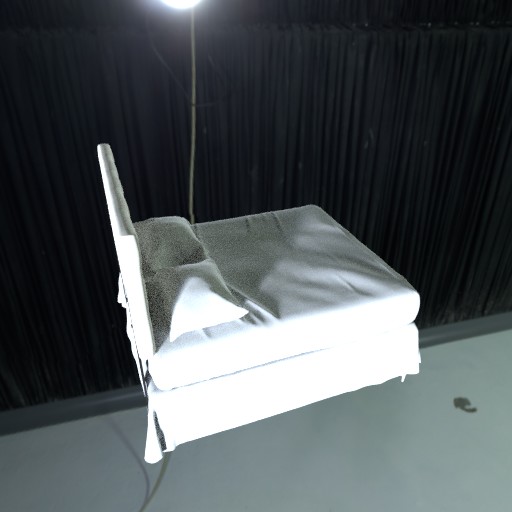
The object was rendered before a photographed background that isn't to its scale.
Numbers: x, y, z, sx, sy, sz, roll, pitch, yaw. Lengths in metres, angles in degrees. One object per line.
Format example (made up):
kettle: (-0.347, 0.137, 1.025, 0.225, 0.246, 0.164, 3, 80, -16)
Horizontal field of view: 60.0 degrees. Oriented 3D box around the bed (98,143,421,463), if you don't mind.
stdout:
bed: (0.000, 0.000, 3.534, 2.222, 1.577, 1.936, -11, 33, -17)
